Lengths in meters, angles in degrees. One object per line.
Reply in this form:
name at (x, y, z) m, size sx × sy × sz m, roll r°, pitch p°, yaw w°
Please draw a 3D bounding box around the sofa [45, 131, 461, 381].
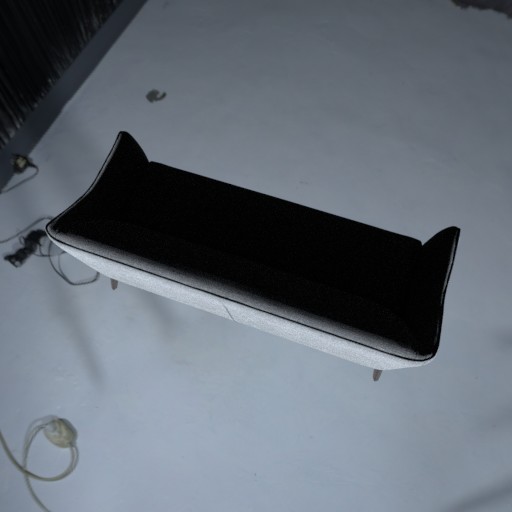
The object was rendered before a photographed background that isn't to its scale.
sofa at (0.000, 0.000, 2.382) m, size 1.928 × 0.829 × 0.867 m, roll 18°, pitch 65°, yaw 9°
